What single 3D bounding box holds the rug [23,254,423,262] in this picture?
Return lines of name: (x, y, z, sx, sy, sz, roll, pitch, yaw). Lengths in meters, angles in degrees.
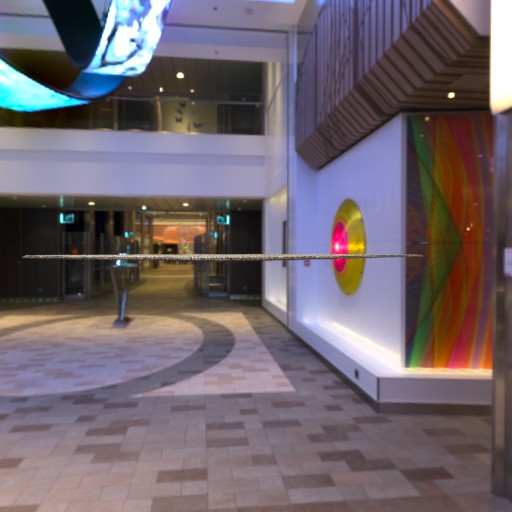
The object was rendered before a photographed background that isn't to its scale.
rug: (0.000, 0.000, 3.058, 1.538, 0.021, 2.443, 0, 1, 37)
